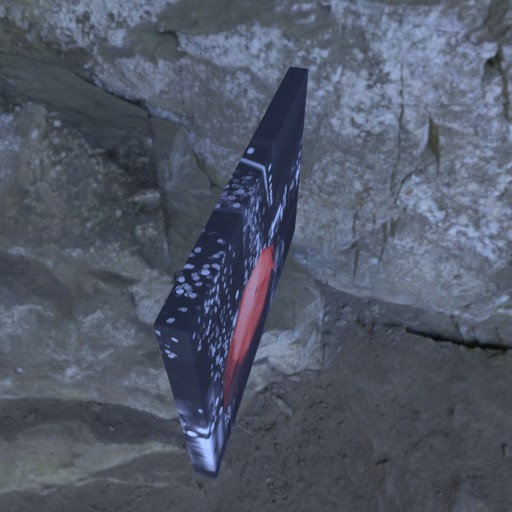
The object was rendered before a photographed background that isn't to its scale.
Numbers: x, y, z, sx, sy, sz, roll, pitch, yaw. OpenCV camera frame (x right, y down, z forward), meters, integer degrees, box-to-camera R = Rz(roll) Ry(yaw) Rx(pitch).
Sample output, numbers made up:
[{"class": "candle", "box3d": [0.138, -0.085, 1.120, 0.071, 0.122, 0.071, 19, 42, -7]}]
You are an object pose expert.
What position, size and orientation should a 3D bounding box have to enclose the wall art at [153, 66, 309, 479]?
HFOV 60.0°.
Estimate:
[{"class": "wall art", "box3d": [0.000, 0.000, 0.765, 0.037, 0.406, 0.609, 11, 47, 11]}]
